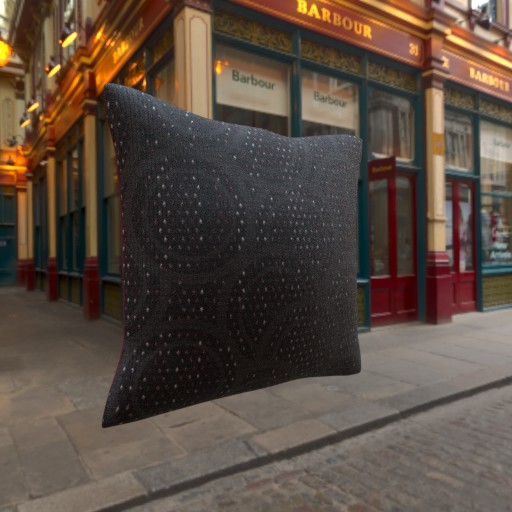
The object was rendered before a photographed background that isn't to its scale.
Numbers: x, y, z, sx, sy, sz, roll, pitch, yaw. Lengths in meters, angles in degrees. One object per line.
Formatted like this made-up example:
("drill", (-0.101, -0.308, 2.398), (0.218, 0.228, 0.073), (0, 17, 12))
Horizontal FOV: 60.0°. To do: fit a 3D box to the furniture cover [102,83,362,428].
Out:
("furniture cover", (0.000, 0.000, 0.805), (0.552, 0.509, 0.193), (0, 1, -35))
